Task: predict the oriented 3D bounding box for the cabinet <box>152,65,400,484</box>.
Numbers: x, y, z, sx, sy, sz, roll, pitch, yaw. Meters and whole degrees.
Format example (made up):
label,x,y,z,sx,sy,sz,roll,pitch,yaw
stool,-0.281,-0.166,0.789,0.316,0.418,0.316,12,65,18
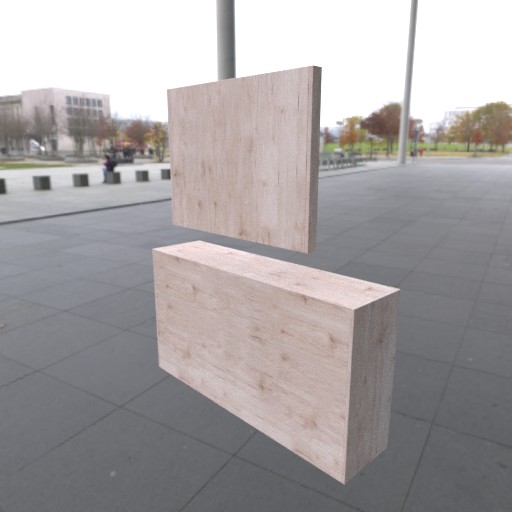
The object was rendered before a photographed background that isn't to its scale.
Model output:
label,x,y,z,sx,sy,sz,roll,pitch,yaw
cabinet,0.000,0.000,2.703,0.420,1.981,1.700,-13,19,-42
